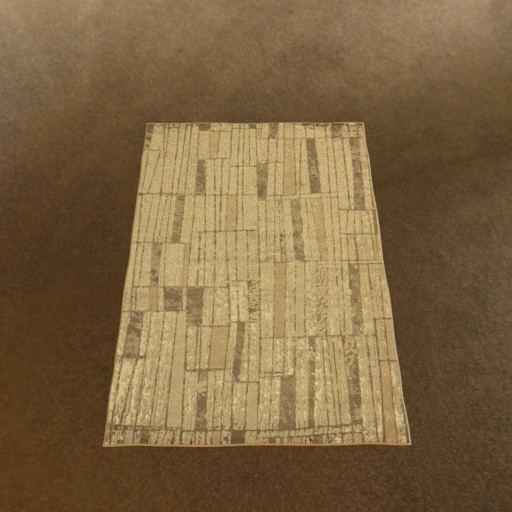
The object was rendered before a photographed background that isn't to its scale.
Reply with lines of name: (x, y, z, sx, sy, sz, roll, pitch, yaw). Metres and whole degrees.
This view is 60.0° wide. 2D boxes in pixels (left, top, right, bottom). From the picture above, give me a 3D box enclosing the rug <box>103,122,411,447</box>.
rug: (0.000, 0.000, 4.246, 2.449, 0.019, 3.357, 0, 64, 0)
